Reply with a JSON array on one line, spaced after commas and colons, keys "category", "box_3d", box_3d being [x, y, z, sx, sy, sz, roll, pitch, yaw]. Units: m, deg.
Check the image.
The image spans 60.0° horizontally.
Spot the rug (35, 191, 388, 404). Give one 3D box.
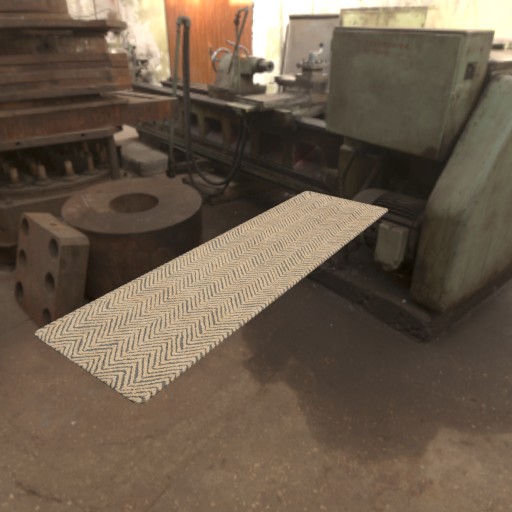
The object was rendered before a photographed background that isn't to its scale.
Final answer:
[{"category": "rug", "box_3d": [0.000, 0.000, 2.520, 0.686, 0.008, 2.286, 19, 33, 32]}]
